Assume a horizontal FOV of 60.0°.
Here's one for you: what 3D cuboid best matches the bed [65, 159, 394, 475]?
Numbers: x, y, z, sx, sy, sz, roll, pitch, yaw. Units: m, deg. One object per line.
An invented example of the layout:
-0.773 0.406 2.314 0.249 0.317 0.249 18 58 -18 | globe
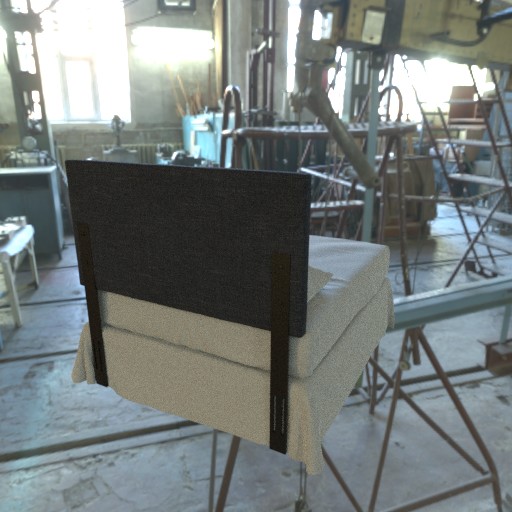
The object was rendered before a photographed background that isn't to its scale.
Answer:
0.000 0.000 3.473 1.936 1.577 2.222 9 19 27 | bed
